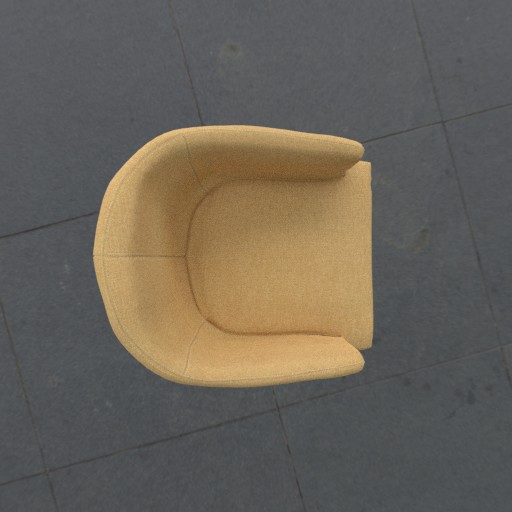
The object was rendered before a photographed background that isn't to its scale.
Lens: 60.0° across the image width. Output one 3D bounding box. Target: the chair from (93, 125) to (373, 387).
[{"bbox_3d":[0.000,0.000,1.261,0.655,0.811,0.583,0,90,-2],"label":"chair"}]
